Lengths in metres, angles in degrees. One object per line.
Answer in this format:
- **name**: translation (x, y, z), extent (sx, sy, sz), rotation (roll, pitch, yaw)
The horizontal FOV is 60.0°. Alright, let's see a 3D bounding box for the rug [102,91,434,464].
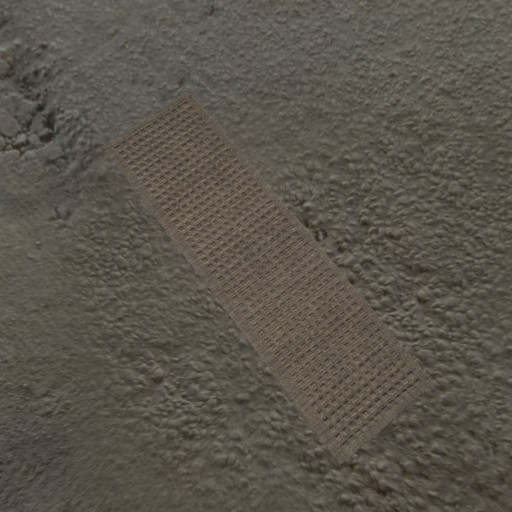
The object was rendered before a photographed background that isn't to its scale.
- **rug**: translation (0.000, 0.000, 2.737), extent (0.706, 0.009, 2.443), rotation (-36, 77, -10)
